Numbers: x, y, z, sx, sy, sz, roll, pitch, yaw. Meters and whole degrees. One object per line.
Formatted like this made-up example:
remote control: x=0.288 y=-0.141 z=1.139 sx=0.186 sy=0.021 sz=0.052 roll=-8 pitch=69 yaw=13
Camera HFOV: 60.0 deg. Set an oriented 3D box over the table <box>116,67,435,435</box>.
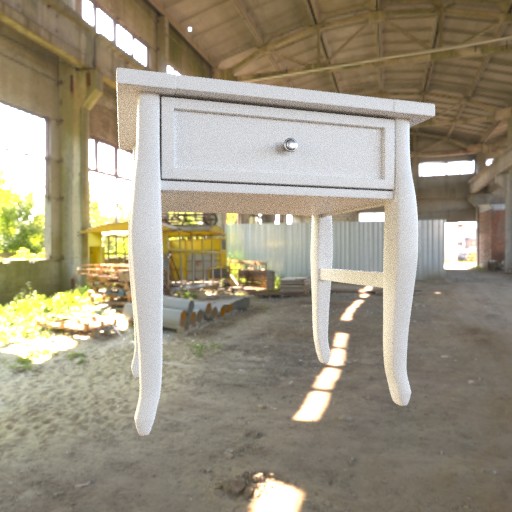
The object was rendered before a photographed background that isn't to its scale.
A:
table: x=0.000 y=0.000 z=1.010 sx=0.599 sy=0.605 sz=0.463 roll=0 pitch=0 yaw=-17
